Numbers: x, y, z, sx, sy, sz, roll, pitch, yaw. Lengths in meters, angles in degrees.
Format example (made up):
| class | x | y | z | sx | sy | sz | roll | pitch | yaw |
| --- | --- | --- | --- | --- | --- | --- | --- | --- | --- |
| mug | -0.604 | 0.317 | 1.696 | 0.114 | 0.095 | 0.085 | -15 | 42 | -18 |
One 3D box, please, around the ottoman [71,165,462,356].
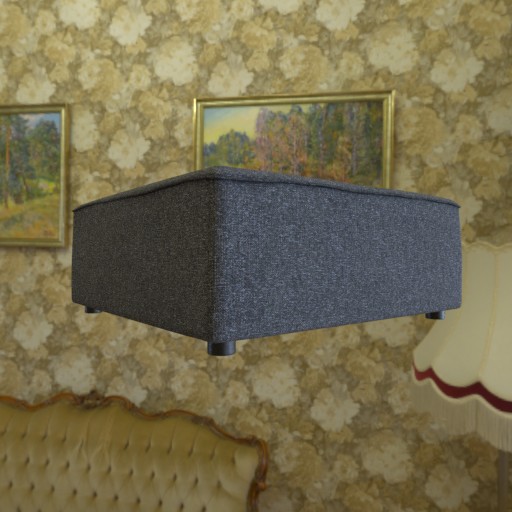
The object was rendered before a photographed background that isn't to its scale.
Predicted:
| class | x | y | z | sx | sy | sz | roll | pitch | yaw |
| --- | --- | --- | --- | --- | --- | --- | --- | --- | --- |
| ottoman | 0.000 | 0.000 | 1.578 | 1.017 | 0.423 | 1.021 | 0 | 0 | -37 |
